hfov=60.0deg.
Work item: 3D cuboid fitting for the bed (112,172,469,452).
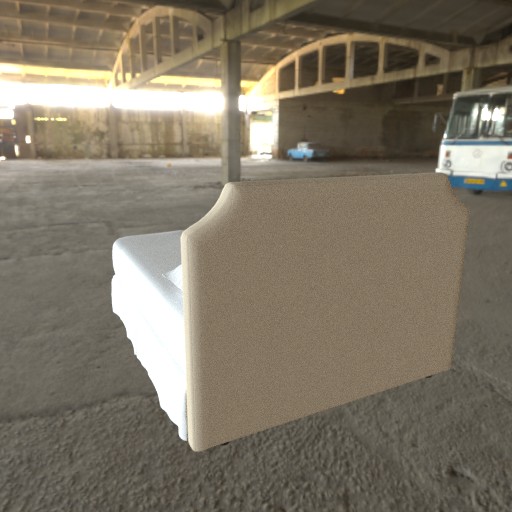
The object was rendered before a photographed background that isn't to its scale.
[{"bbox_3d":[0.000,0.000,3.826,2.134,1.524,2.548,-7,16,-26],"label":"bed"}]
